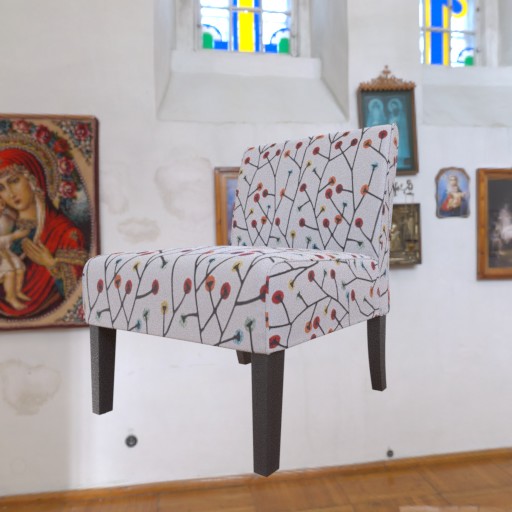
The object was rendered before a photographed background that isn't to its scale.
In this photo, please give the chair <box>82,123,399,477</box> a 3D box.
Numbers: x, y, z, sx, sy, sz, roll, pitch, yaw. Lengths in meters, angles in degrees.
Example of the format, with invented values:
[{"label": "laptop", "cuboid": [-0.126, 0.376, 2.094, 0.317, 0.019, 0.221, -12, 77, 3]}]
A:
[{"label": "chair", "cuboid": [0.000, 0.000, 1.257, 0.597, 0.813, 0.732, 1, 1, 36]}]
